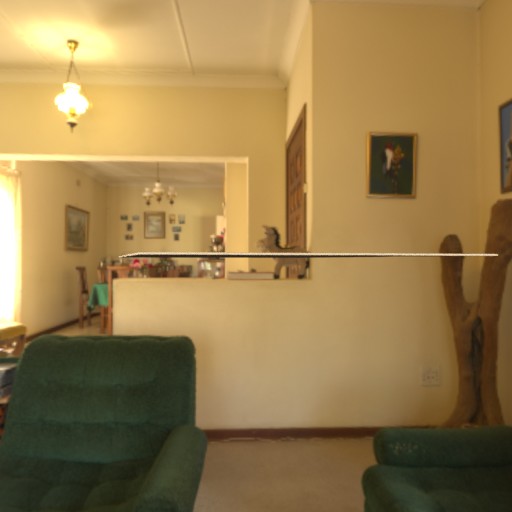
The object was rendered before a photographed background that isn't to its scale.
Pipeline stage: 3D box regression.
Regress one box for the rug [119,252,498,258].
[{"bbox_3d":[0.000,0.000,4.292,2.449,0.019,3.357,0,-1,-19],"label":"rug"}]
